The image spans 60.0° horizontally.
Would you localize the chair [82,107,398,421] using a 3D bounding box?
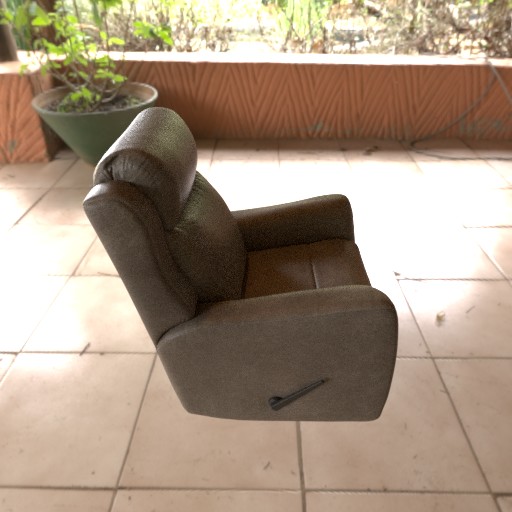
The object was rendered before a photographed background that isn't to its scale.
[{"bbox_3d":[0.000,0.000,1.904,1.068,1.116,0.967,0,32,0],"label":"chair"}]
